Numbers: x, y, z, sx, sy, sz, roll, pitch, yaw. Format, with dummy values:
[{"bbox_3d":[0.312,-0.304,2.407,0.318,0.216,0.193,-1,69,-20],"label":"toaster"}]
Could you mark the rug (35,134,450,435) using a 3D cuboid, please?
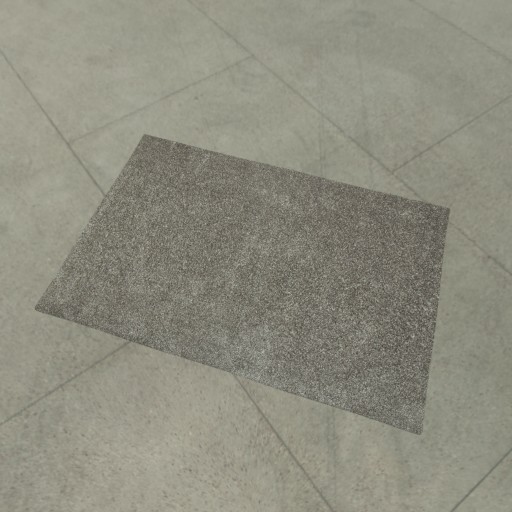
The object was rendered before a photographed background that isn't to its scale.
[{"bbox_3d":[0.000,0.000,3.345,2.699,0.026,1.802,16,60,9],"label":"rug"}]
